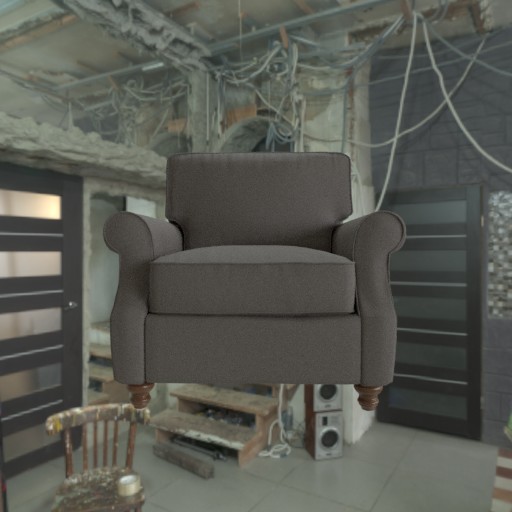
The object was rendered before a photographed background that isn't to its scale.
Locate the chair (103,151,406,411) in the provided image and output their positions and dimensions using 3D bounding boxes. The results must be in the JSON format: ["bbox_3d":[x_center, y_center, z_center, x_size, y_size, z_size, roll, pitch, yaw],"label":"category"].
[{"bbox_3d":[0.000,0.000,1.802,1.029,0.967,0.966,0,1,1],"label":"chair"}]
